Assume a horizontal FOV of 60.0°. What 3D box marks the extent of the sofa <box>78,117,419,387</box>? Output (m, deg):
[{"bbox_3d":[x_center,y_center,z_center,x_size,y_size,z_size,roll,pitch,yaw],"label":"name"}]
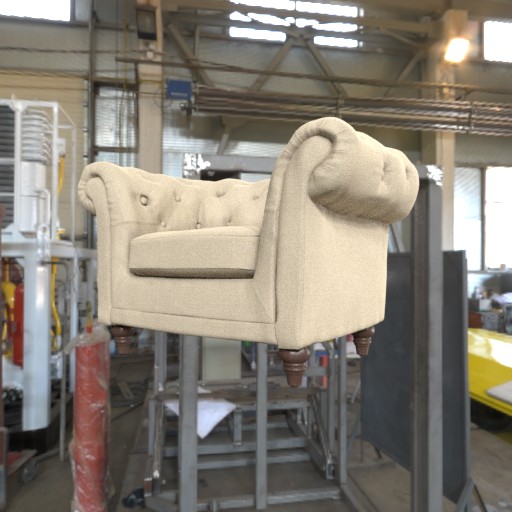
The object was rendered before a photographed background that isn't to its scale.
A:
[{"bbox_3d":[0.000,0.000,2.060,1.405,0.878,1.034,0,-1,35],"label":"sofa"}]
